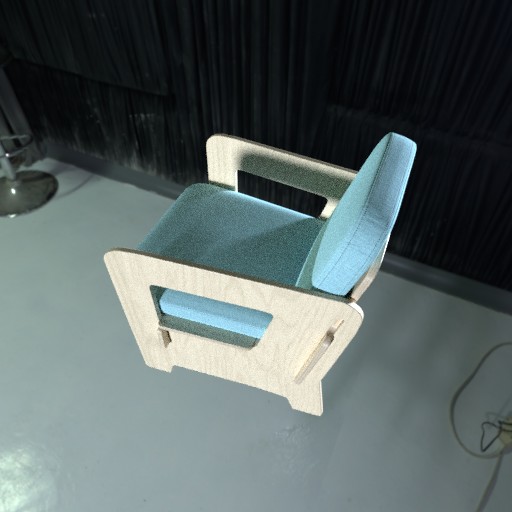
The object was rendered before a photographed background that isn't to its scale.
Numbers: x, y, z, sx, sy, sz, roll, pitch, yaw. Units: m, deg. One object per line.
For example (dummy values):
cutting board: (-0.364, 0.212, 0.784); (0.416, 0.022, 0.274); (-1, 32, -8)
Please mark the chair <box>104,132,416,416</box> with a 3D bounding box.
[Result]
chair: (0.000, 0.000, 1.327); (0.710, 0.800, 0.590); (17, 49, 15)
